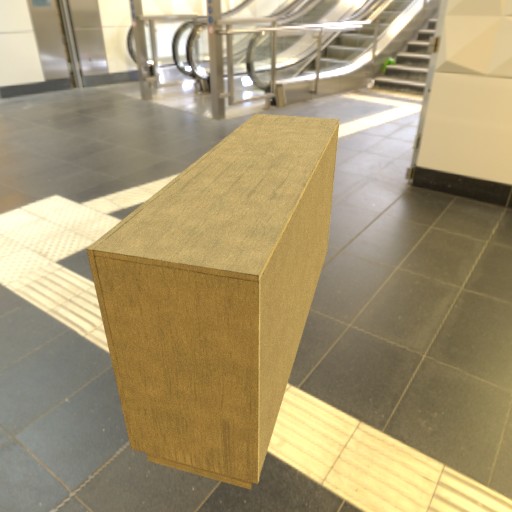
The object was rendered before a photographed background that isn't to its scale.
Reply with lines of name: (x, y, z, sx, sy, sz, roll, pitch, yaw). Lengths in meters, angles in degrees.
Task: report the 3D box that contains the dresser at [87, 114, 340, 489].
dresser: (0.000, 0.000, 2.030, 0.483, 0.889, 1.628, 8, 32, 14)
